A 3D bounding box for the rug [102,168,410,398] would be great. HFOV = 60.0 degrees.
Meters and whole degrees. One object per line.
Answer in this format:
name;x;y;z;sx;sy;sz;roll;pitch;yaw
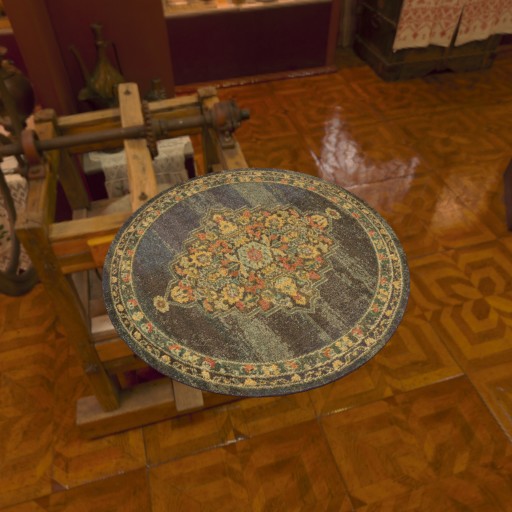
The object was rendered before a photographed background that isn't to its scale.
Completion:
rug;0.000;0.000;2.352;1.591;0.010;1.591;0;46;0
